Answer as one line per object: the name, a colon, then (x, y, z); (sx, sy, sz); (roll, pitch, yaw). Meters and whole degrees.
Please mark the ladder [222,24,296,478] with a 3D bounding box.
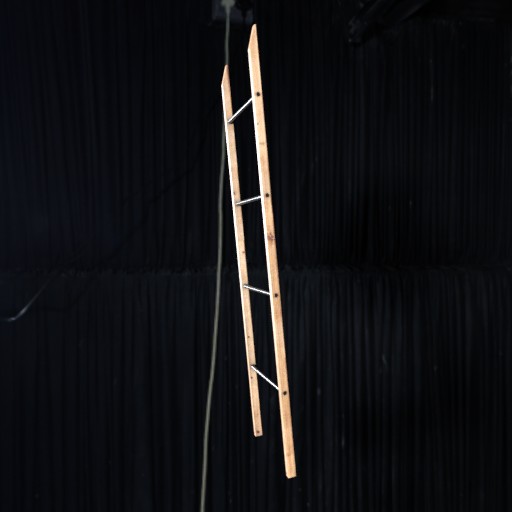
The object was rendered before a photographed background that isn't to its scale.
ladder: (0.000, 0.000, 1.968); (0.200, 1.805, 0.442); (-1, 2, -19)
